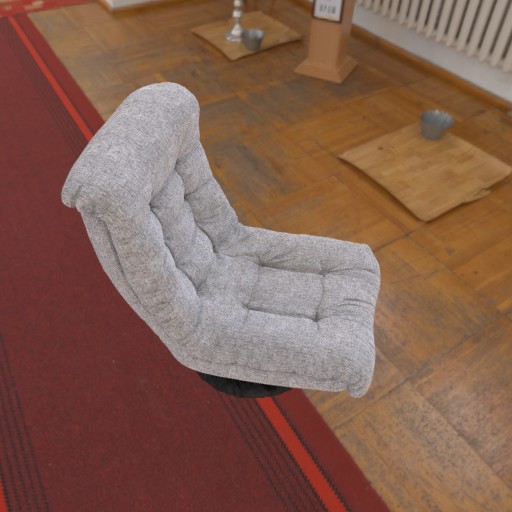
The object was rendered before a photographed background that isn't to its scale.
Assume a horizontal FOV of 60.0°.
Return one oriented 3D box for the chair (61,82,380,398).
[{"bbox_3d":[0.000,0.000,0.966,0.583,0.600,0.400,9,47,9],"label":"chair"}]
